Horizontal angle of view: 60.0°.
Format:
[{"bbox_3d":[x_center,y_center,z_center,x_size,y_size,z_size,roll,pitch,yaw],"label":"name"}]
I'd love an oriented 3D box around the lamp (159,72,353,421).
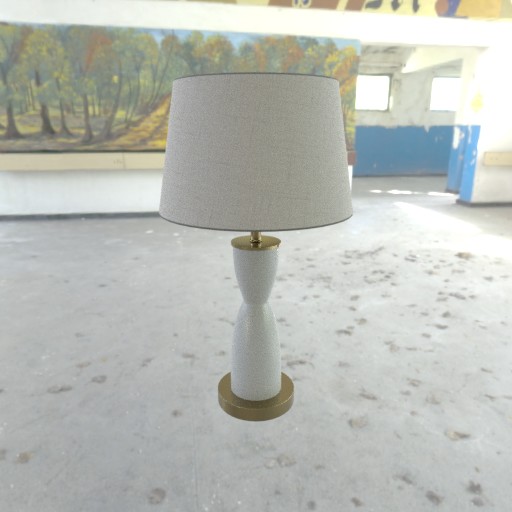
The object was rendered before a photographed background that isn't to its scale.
[{"bbox_3d":[0.000,0.000,0.742,0.309,0.545,0.309,0,16,0],"label":"lamp"}]
